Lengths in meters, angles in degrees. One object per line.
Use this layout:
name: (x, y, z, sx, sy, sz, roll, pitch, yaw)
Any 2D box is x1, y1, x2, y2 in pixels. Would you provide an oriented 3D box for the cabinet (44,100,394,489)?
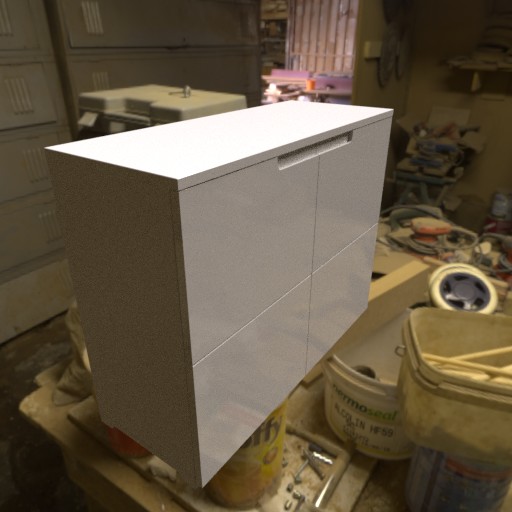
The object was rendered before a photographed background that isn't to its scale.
cabinet: (0.000, 0.000, 1.385, 0.400, 0.800, 1.000, 18, 31, 32)
